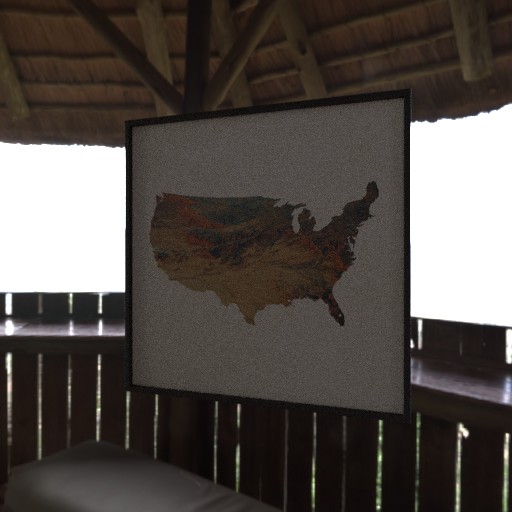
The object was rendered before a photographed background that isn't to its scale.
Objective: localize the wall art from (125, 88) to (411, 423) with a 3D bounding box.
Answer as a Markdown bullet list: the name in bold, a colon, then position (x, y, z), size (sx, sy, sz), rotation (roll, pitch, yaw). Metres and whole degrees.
- **wall art**: position (0.000, 0.000, 0.768), size (0.507, 0.507, 0.038), rotation (0, 0, 19)
